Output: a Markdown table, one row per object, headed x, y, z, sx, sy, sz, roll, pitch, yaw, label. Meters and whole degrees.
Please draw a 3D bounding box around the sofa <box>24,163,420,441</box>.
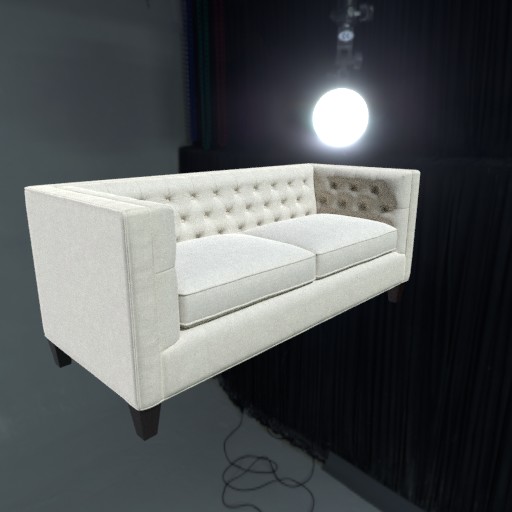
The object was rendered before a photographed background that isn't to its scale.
| x | y | z | sx | sy | sz | roll | pitch | yaw | label |
| --- | --- | --- | --- | --- | --- | --- | --- | --- | --- |
| 0.000 | 0.000 | 2.151 | 0.775 | 0.762 | 1.778 | 15 | 22 | 42 | sofa |
